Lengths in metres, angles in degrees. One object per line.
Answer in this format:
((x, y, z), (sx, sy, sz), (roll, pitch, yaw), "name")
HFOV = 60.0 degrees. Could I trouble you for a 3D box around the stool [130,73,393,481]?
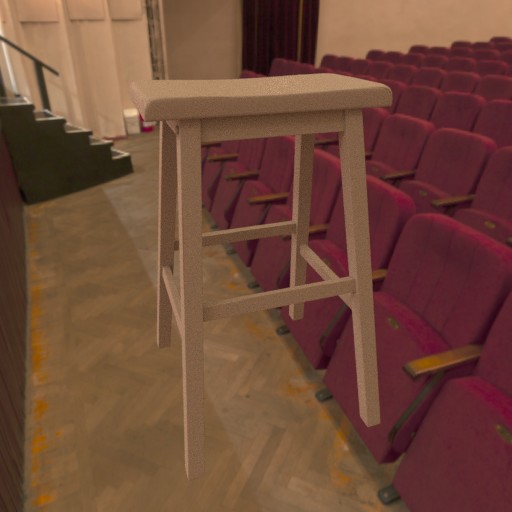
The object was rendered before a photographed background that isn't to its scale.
((0.000, 0.000, 1.006), (0.457, 0.737, 0.476), (-9, 29, -17), "stool")
